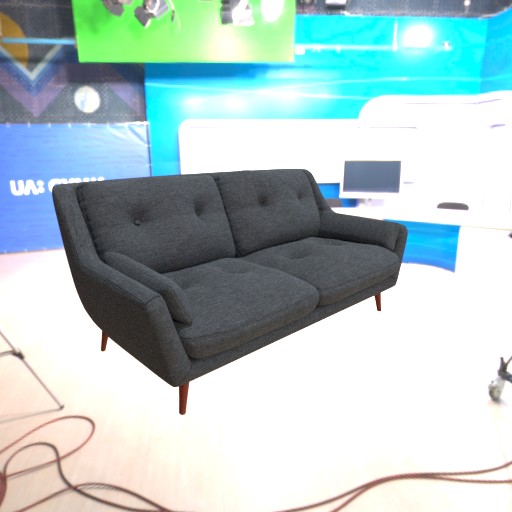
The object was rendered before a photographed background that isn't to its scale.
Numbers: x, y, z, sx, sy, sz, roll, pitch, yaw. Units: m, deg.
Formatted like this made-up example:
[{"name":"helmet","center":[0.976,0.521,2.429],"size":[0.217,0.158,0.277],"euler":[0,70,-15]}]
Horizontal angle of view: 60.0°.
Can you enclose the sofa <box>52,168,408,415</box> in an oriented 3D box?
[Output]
[{"name":"sofa","center":[0.000,0.000,2.477],"size":[0.975,0.896,1.929],"euler":[14,20,43]}]
